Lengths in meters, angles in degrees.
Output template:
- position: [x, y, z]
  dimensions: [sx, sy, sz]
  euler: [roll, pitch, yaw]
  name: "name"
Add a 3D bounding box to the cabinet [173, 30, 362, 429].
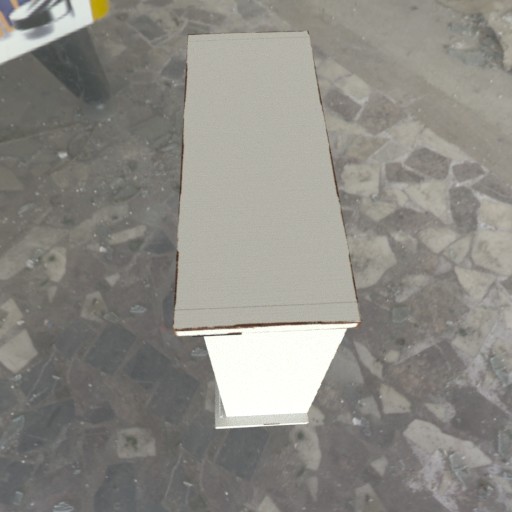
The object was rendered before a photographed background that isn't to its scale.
- position: [0.000, 0.000, 0.886]
  dimensions: [0.210, 0.603, 0.541]
  euler: [-2, 59, -1]
  name: "cabinet"
